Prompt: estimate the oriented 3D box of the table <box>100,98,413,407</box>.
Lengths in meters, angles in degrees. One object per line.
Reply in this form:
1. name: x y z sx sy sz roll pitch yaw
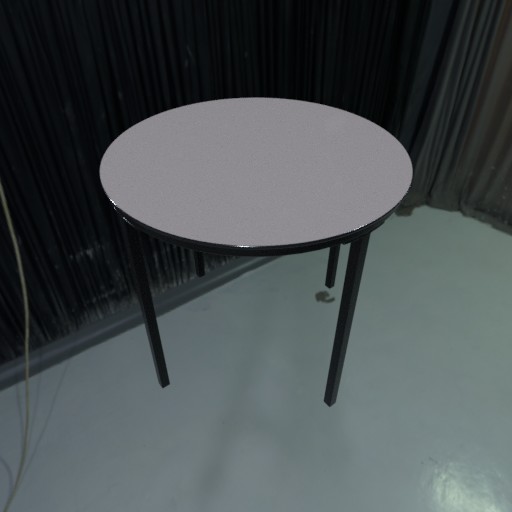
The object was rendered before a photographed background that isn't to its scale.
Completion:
1. table: 0.000 0.000 0.871 0.499 0.443 0.499 0 40 0
